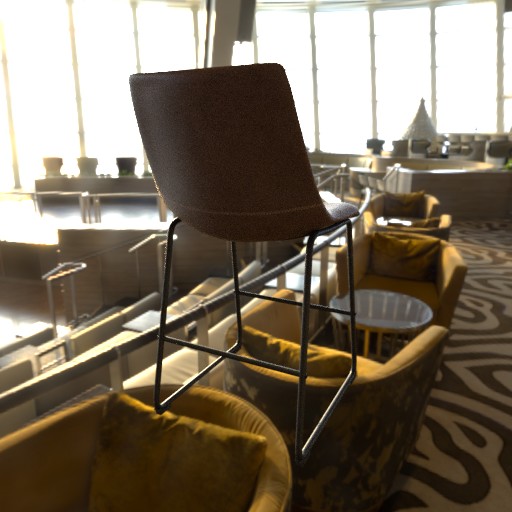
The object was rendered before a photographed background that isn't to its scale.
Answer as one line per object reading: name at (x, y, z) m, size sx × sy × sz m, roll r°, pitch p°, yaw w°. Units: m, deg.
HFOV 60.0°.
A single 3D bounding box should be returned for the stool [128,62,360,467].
stool at (0.000, 0.000, 1.204) m, size 0.460 × 0.890 × 0.550 m, roll 8°, pitch 17°, yaw 27°
